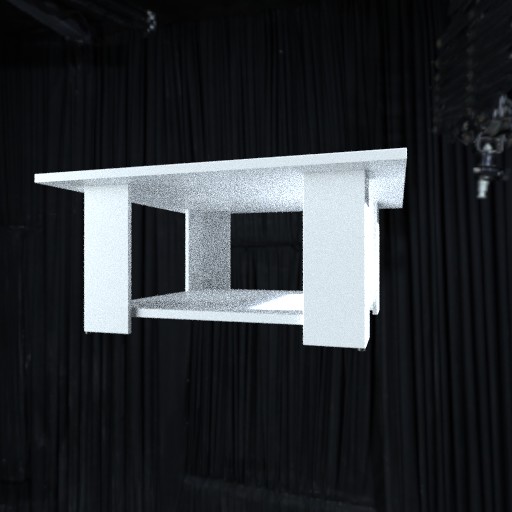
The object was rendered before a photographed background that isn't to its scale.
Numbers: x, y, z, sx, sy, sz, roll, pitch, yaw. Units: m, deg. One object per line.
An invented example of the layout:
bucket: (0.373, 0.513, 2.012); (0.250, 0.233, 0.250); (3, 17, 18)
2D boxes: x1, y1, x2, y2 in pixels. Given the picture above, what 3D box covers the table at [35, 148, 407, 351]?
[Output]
table: (0.000, 0.000, 1.060); (0.670, 0.305, 0.670); (0, 0, 18)
